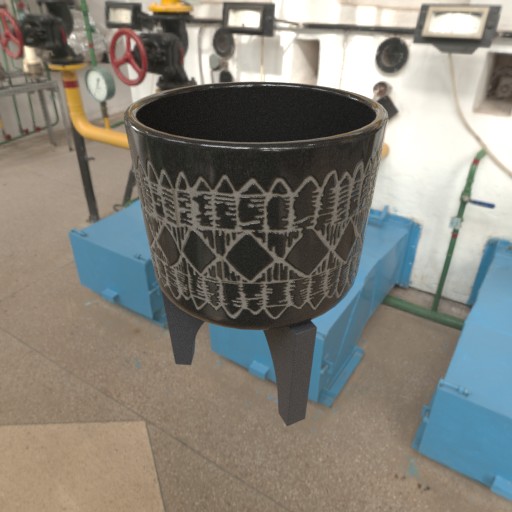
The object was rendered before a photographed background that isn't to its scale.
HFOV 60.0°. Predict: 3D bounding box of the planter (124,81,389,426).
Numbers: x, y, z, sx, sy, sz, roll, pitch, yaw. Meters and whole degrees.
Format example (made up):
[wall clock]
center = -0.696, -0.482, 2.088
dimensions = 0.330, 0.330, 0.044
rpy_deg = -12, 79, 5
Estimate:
[planter]
center = 0.000, 0.000, 0.268
dimensions = 0.129, 0.177, 0.129
rpy_deg = 0, 32, 0
